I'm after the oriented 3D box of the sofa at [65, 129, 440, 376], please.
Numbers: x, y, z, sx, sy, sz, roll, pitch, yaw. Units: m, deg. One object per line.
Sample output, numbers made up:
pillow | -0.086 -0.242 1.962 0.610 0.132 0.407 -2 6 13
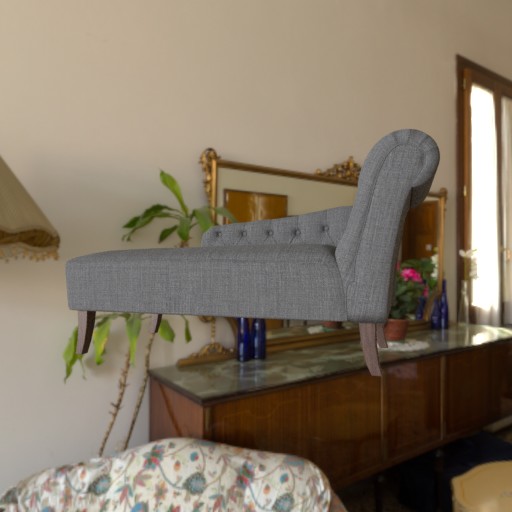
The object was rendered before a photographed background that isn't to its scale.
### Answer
sofa | 0.000 0.000 1.843 1.379 0.787 0.675 0 -1 19
